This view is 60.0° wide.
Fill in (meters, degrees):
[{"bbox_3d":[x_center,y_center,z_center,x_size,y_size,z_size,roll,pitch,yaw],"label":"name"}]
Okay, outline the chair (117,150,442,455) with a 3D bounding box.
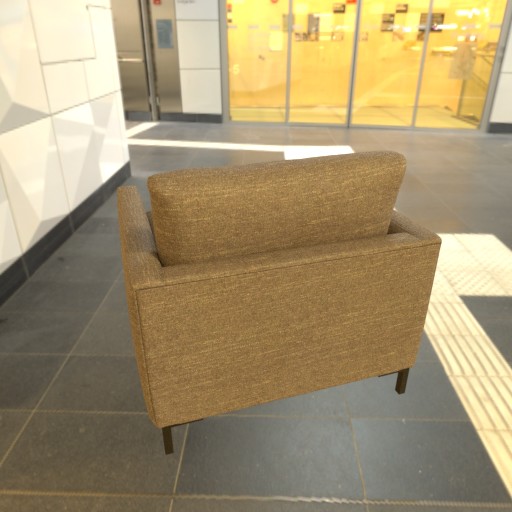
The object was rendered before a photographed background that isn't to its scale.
[{"bbox_3d":[0.000,0.000,1.632,0.940,0.841,0.845,-8,27,-16],"label":"chair"}]
